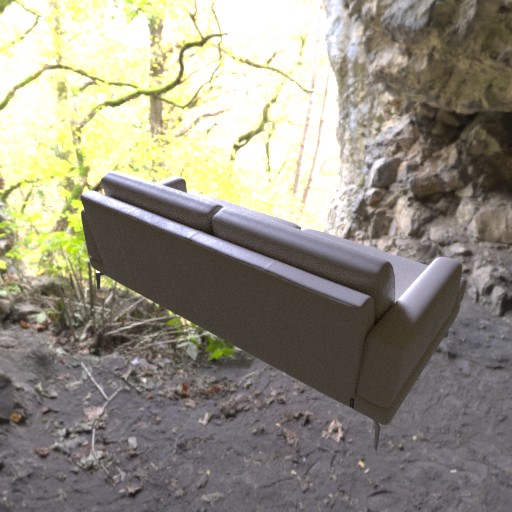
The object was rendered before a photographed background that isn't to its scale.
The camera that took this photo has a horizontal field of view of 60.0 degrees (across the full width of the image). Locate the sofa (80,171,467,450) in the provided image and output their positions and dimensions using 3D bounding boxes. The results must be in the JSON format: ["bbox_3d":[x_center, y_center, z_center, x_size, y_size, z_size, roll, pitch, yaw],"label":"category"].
[{"bbox_3d":[0.000,0.000,2.374,1.940,0.765,0.974,21,36,32],"label":"sofa"}]
